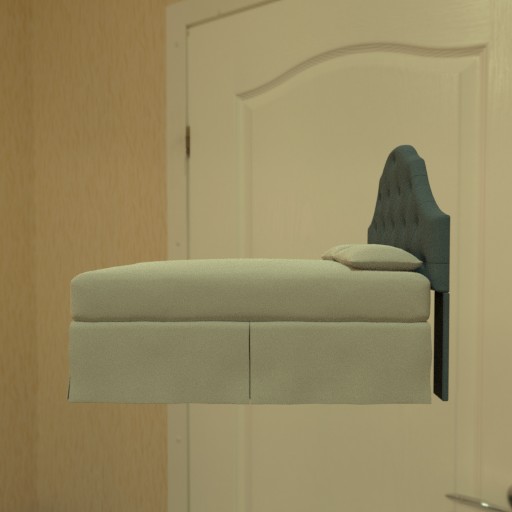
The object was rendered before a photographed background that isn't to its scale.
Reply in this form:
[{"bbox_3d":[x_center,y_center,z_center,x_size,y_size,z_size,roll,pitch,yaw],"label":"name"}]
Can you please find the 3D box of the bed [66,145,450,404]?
[{"bbox_3d":[0.000,0.000,3.211,2.155,1.575,1.636,0,2,1],"label":"bed"}]
